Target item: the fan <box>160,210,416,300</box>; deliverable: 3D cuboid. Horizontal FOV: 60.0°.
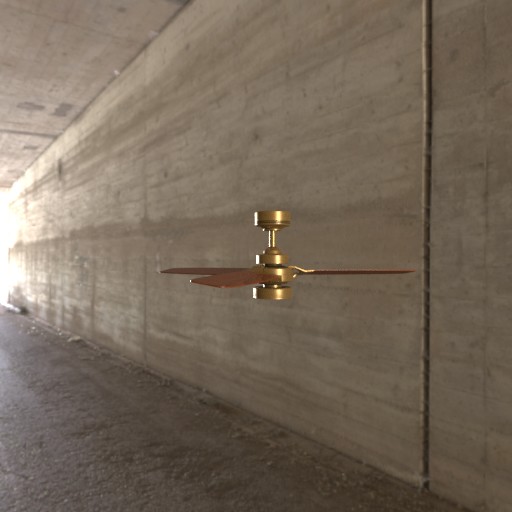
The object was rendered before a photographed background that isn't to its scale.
[{"bbox_3d":[0.000,0.000,2.029,1.416,0.425,1.271,0,0,18],"label":"fan"}]
